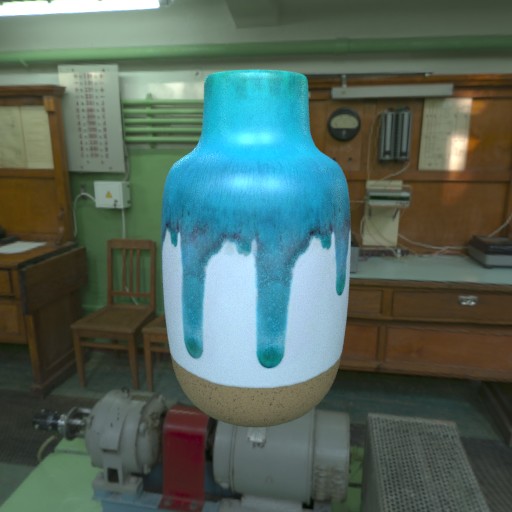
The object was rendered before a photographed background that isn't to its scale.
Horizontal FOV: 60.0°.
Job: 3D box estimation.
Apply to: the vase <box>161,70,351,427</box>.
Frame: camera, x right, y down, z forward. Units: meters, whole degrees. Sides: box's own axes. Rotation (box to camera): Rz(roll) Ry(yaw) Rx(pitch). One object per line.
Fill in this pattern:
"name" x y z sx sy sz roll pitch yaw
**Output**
"vase" 0.000 0.000 0.253 0.106 0.192 0.106 0 15 0
